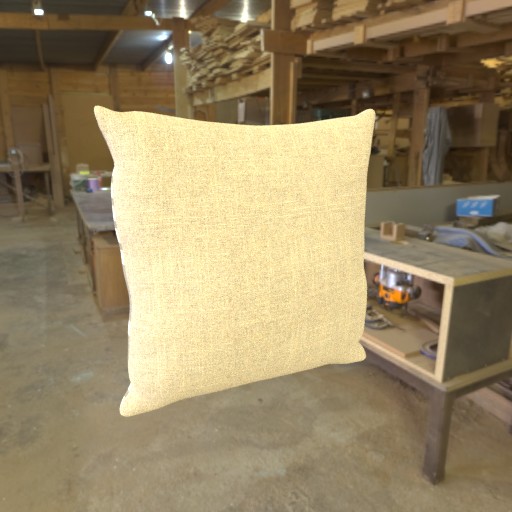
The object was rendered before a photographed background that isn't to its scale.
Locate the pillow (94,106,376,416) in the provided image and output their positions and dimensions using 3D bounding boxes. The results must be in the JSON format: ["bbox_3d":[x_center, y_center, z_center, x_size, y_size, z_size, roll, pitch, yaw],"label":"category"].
[{"bbox_3d":[0.000,0.000,0.681,0.439,0.440,0.182,-7,16,-25],"label":"pillow"}]
